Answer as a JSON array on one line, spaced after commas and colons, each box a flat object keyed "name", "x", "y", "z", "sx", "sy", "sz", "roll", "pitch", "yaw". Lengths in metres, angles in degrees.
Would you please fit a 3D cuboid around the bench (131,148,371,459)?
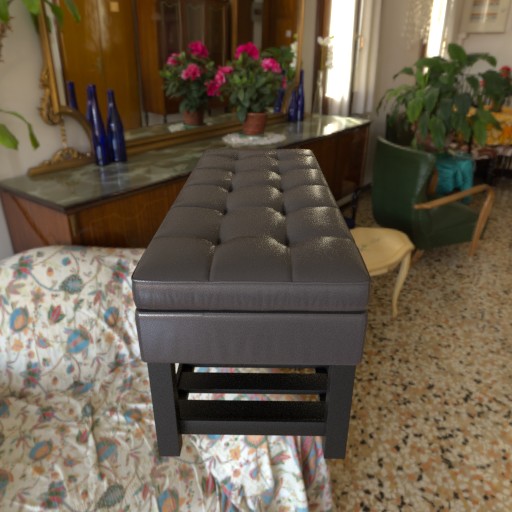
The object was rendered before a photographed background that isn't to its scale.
[{"name": "bench", "x": 0.000, "y": 0.000, "z": 1.349, "sx": 0.432, "sy": 0.460, "sz": 1.105, "roll": 0, "pitch": 25, "yaw": 1}]
